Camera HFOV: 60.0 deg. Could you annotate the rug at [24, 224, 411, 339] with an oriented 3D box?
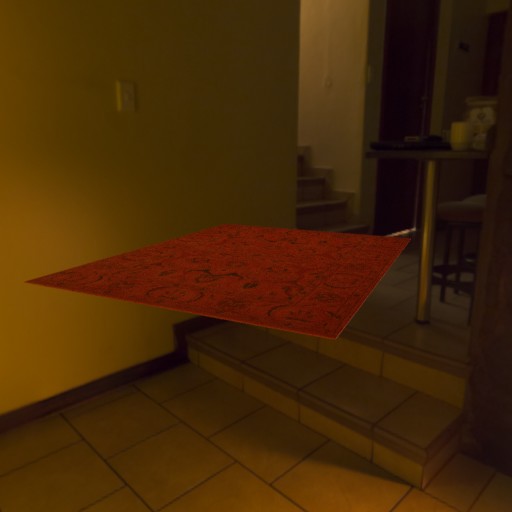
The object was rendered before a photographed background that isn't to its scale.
[{"bbox_3d":[0.000,0.000,3.988,2.300,0.012,2.929,6,15,25],"label":"rug"}]
